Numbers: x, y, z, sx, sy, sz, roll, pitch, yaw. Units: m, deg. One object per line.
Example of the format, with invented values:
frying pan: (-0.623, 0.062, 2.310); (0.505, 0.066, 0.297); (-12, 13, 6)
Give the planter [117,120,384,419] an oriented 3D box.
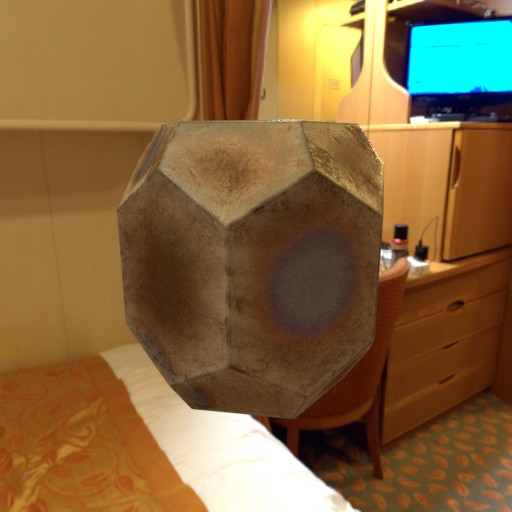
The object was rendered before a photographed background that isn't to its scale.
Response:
planter: (0.000, 0.000, 0.416); (0.221, 0.238, 0.243); (2, 15, 9)
